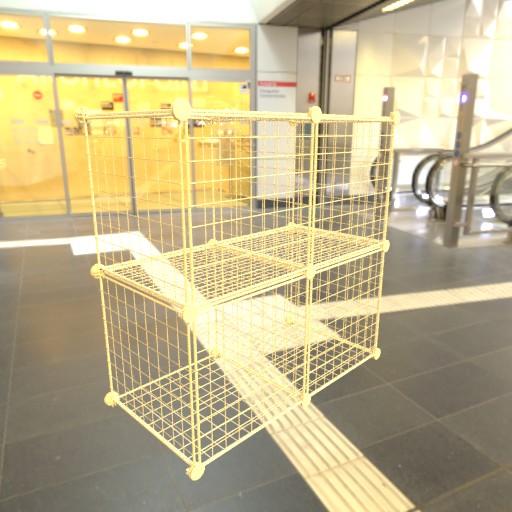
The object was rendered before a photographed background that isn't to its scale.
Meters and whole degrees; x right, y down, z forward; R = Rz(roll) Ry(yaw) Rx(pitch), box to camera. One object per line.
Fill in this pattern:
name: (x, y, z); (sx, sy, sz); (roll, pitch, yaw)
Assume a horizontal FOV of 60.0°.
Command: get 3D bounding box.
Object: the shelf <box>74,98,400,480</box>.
shelf: (0.000, 0.000, 1.131); (0.711, 0.711, 0.356); (-15, 22, -43)
